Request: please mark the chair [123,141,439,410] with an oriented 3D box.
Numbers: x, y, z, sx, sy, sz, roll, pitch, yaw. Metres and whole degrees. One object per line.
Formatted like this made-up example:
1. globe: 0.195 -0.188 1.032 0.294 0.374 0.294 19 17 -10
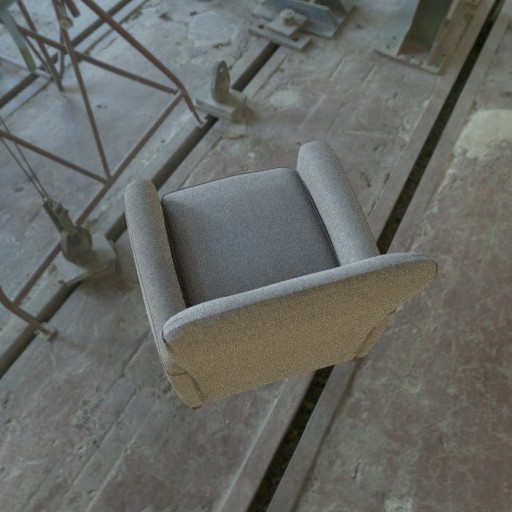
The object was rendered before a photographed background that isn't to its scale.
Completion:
1. chair: 0.000 0.000 1.612 0.848 1.014 0.864 -14 60 -8
